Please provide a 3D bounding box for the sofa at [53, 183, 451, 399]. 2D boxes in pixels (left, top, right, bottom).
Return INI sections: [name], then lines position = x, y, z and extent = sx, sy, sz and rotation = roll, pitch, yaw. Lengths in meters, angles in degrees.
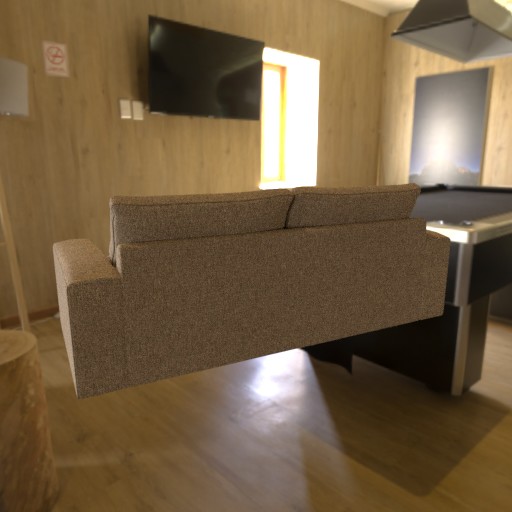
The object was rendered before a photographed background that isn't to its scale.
[sofa]
position = 0.000, 0.000, 2.815
extent = 2.299, 0.922, 1.040
rotation = -7, 15, -26
